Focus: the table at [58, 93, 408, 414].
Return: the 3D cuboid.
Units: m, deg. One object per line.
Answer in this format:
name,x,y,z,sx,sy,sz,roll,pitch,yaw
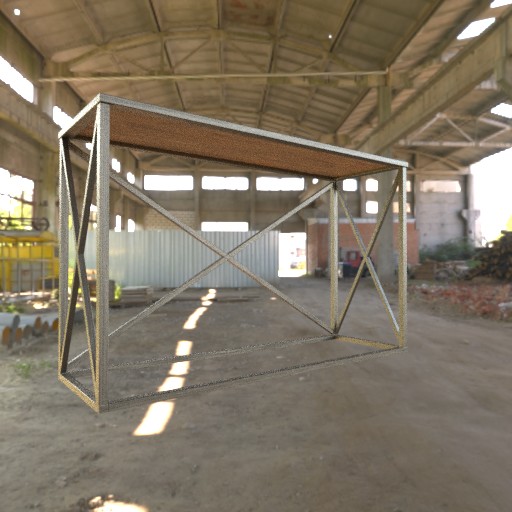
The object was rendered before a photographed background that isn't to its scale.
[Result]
table,0.000,0.000,1.559,1.216,0.753,0.402,1,-1,-37
